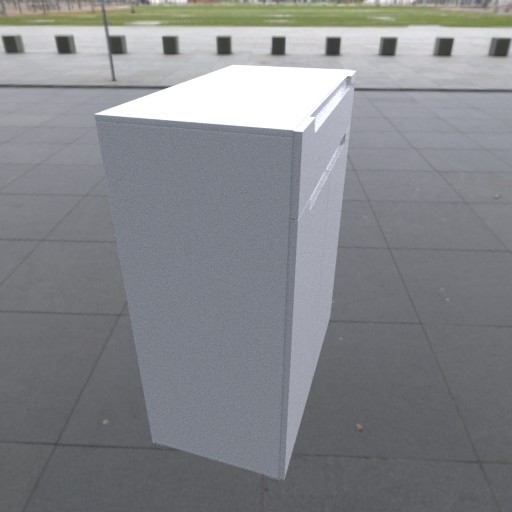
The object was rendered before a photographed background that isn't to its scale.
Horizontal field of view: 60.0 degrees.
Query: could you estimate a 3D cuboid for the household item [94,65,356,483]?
[{"bbox_3d":[0.000,0.000,1.399,0.420,1.010,0.790,9,31,15],"label":"household item"}]
